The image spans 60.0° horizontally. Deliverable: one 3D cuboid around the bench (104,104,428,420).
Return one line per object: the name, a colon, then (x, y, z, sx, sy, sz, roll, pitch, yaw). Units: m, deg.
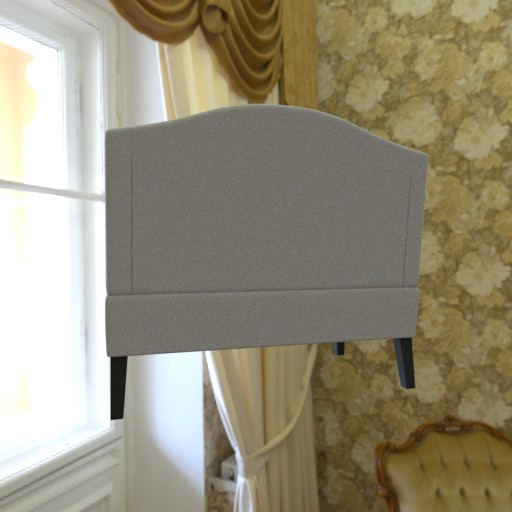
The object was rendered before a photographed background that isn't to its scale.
bench: (0.000, 0.000, 2.091, 1.335, 1.180, 0.815, 0, 1, -17)
